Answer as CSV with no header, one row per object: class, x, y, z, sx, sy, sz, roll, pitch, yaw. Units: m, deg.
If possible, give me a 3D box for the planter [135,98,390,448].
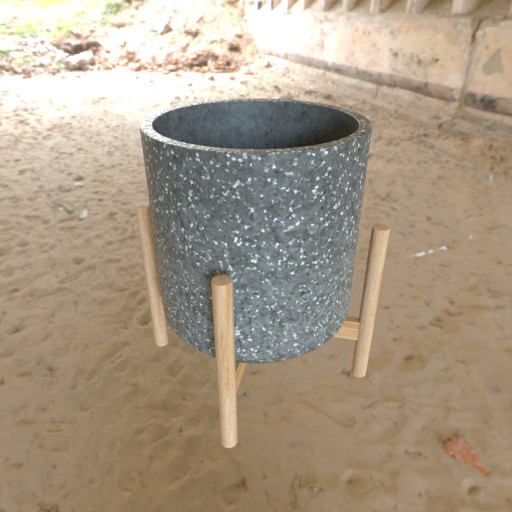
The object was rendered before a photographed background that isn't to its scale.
planter,0.000,0.000,0.696,0.360,0.419,0.360,19,35,30
